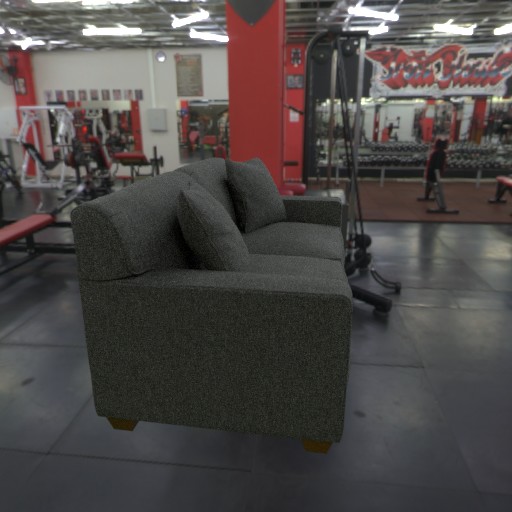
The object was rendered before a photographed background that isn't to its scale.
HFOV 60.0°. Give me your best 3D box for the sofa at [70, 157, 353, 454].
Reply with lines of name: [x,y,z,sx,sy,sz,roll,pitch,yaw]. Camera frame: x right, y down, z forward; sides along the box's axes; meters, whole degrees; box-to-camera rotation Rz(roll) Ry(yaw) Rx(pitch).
sofa: [0.000,0.000,2.388,0.998,0.958,1.846,3,18,9]
